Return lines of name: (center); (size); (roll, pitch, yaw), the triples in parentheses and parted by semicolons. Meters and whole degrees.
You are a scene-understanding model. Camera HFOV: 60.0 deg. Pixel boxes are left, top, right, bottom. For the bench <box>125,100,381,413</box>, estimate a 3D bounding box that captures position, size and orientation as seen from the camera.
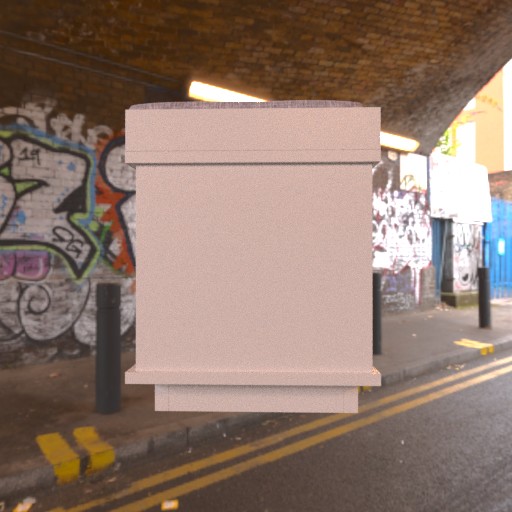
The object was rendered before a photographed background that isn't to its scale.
bench: (0.000, 0.000, 0.974); (0.362, 0.461, 0.734); (0, 0, 2)
